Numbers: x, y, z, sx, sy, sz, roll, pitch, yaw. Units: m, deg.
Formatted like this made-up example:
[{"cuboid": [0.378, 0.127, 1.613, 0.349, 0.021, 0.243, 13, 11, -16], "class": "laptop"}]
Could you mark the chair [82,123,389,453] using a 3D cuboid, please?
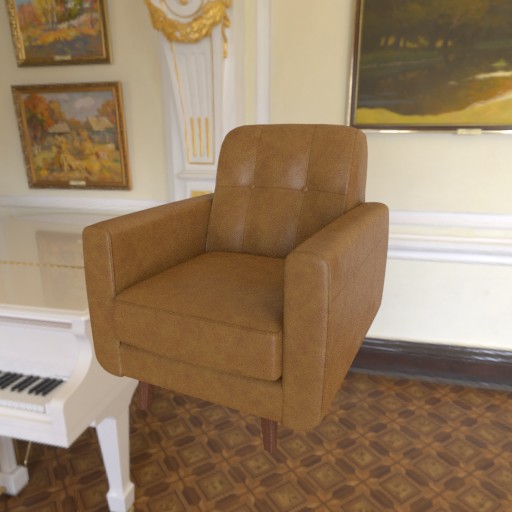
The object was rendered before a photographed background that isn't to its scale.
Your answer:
[{"cuboid": [0.000, 0.000, 1.677, 0.845, 0.968, 0.942, 8, 17, 25], "class": "chair"}]
